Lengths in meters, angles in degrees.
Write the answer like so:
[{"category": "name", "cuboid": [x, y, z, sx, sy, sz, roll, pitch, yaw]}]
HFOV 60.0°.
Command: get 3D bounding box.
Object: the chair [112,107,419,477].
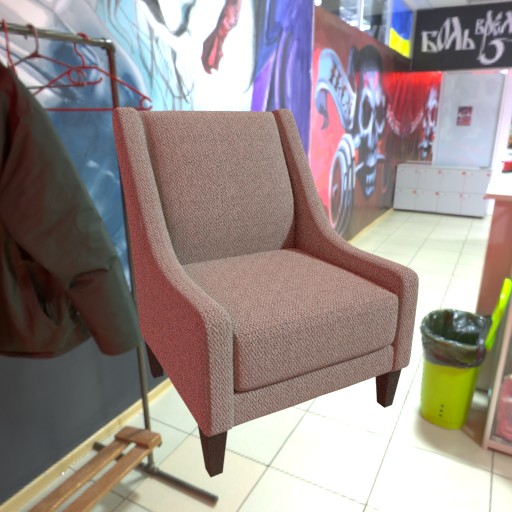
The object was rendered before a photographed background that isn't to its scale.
[{"category": "chair", "cuboid": [0.000, 0.000, 1.585, 0.774, 1.014, 0.870, -9, 20, -27]}]
